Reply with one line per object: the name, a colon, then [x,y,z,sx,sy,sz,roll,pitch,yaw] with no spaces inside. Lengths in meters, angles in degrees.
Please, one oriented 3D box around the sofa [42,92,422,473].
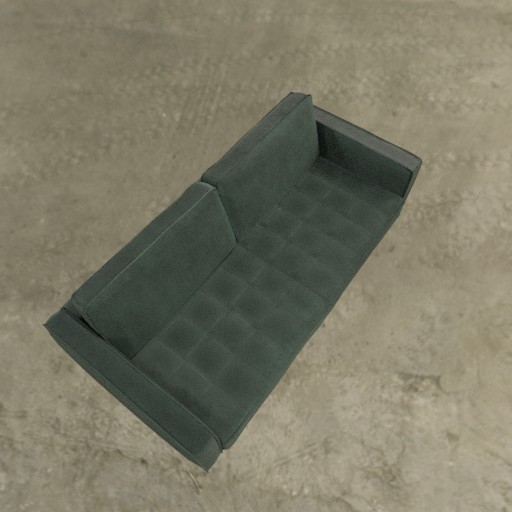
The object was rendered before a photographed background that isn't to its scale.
sofa: [0.000,0.000,2.214,0.886,0.781,1.816,33,64,18]
